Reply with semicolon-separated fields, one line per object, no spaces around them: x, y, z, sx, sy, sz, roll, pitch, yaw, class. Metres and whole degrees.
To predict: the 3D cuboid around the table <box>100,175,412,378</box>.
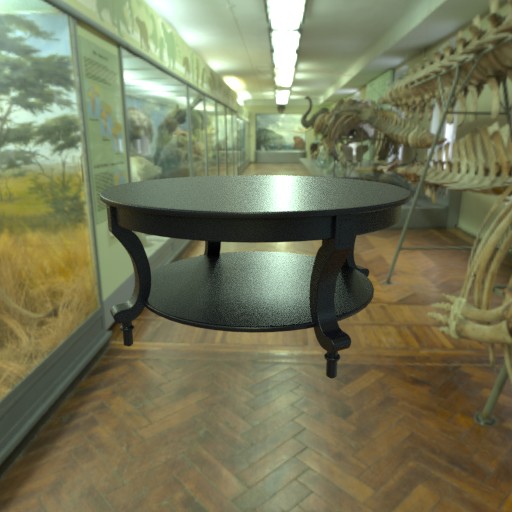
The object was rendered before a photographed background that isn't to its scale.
0.000;0.000;1.600;1.029;0.491;1.029;0;15;0;table
